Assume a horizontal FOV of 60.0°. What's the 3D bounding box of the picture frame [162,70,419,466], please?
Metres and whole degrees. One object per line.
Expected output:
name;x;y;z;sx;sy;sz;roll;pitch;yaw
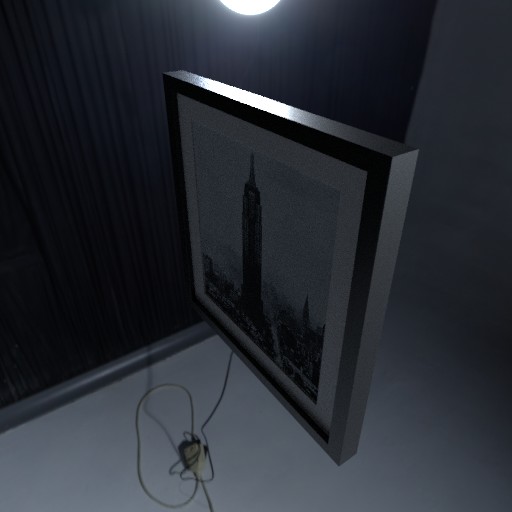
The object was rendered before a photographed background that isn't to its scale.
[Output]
picture frame;0.000;0.000;0.519;0.029;0.353;0.355;-21;38;-29
